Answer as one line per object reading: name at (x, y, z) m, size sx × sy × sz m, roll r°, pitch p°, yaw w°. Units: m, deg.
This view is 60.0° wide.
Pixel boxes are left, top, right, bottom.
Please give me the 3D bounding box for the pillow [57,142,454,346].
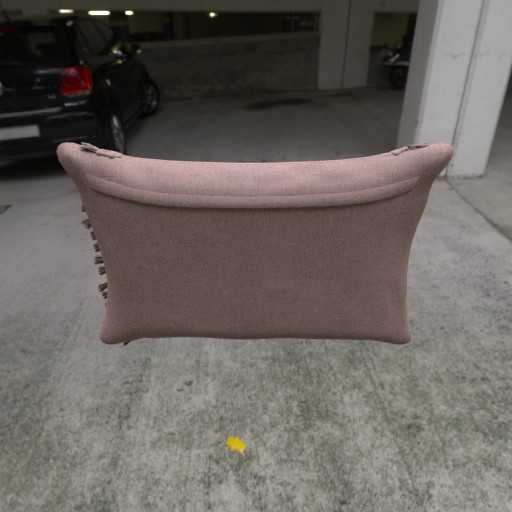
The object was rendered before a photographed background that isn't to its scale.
pillow at (0.000, 0.000, 0.590) m, size 0.466 × 0.305 × 0.084 m, roll 0°, pitch 29°, yaw 0°
